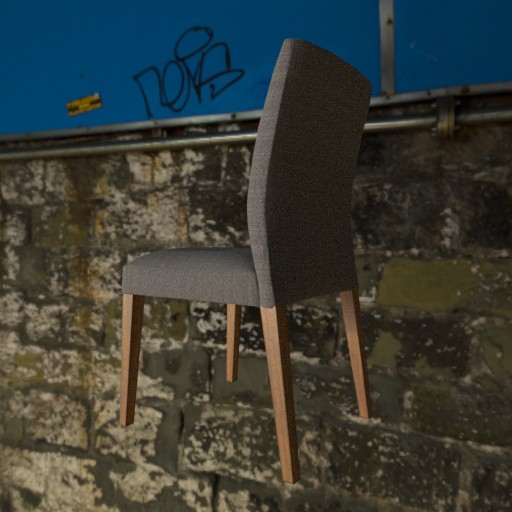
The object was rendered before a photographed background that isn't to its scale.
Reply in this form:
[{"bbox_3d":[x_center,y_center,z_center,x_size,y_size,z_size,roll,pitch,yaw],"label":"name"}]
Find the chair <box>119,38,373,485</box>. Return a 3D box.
[{"bbox_3d":[0.000,0.000,1.250,0.585,0.940,0.496,2,3,36],"label":"chair"}]
